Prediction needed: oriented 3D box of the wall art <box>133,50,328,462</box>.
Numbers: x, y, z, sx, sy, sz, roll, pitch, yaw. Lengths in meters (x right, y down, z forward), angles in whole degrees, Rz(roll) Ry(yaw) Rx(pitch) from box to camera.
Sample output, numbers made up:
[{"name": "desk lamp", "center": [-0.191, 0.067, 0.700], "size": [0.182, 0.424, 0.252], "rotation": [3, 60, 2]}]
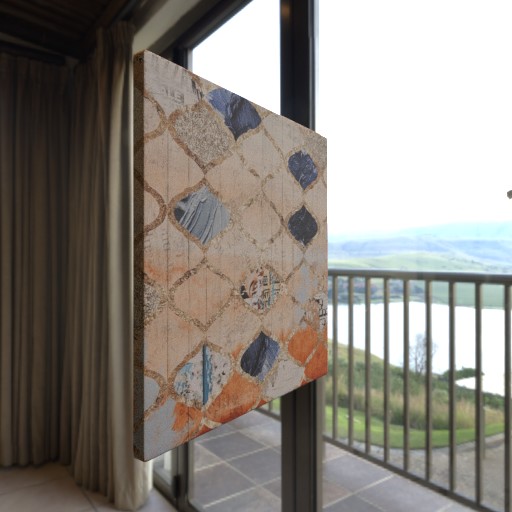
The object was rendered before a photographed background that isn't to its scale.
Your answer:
[{"name": "wall art", "center": [0.000, 0.000, 1.357], "size": [0.039, 0.914, 0.912], "rotation": [0, 0, 35]}]
